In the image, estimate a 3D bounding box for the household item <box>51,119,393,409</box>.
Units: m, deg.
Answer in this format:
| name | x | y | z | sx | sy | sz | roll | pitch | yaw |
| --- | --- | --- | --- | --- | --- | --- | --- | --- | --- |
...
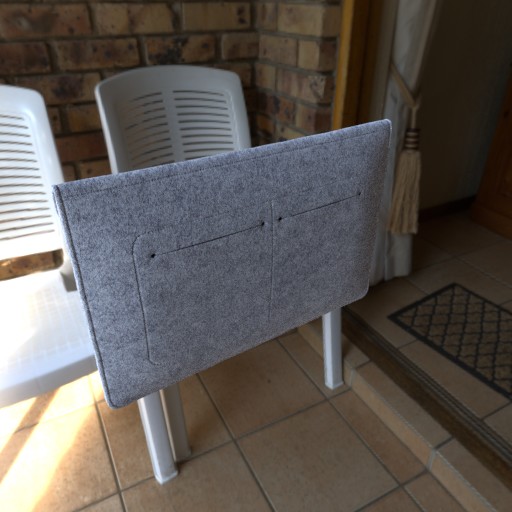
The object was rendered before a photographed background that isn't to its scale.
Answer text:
| name | x | y | z | sx | sy | sz | roll | pitch | yaw |
| --- | --- | --- | --- | --- | --- | --- | --- | --- | --- |
| household item | 0.000 | 0.000 | 0.438 | 0.335 | 0.221 | 0.057 | -19 | 36 | -28 |
